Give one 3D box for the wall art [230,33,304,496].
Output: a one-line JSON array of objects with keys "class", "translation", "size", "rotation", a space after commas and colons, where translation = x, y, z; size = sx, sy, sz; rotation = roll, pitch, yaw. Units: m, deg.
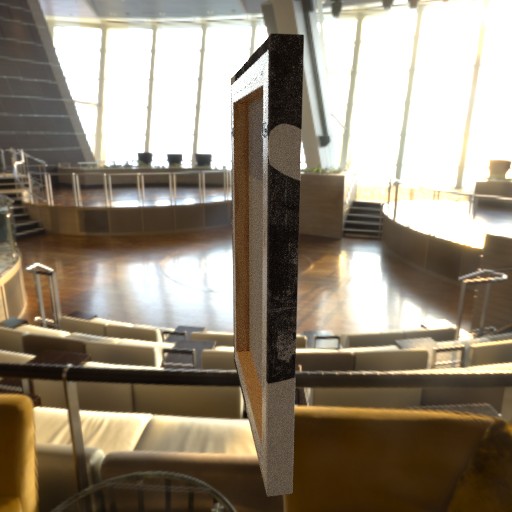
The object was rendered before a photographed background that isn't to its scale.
[{"class": "wall art", "translation": [0.000, 0.000, 0.756], "size": [0.039, 0.610, 0.407], "rotation": [-3, 15, -9]}]
